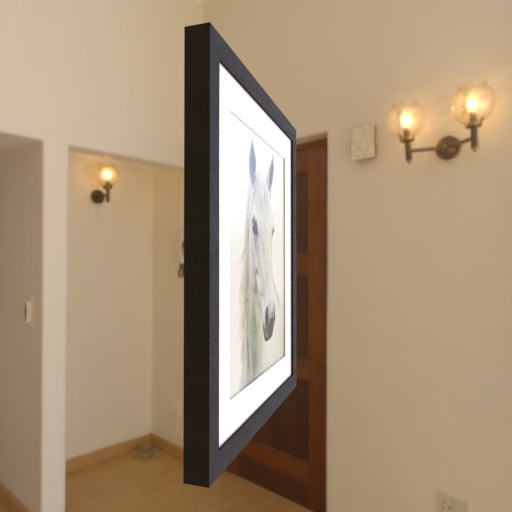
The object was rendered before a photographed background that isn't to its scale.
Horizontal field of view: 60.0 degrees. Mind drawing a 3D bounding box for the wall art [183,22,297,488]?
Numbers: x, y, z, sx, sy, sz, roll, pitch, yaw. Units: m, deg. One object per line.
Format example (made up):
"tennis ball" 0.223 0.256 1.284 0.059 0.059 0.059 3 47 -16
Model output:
"wall art" 0.000 0.000 0.747 0.034 0.552 0.455 0 -1 18
